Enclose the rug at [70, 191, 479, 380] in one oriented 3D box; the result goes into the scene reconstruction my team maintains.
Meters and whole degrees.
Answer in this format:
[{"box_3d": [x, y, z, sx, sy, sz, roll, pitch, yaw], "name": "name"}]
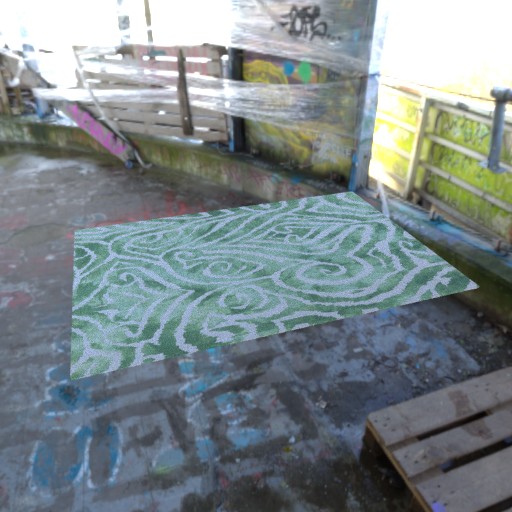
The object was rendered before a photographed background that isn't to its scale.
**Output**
[{"box_3d": [0.000, 0.000, 2.344, 1.826, 0.006, 1.220, -10, 32, -16], "name": "rug"}]
